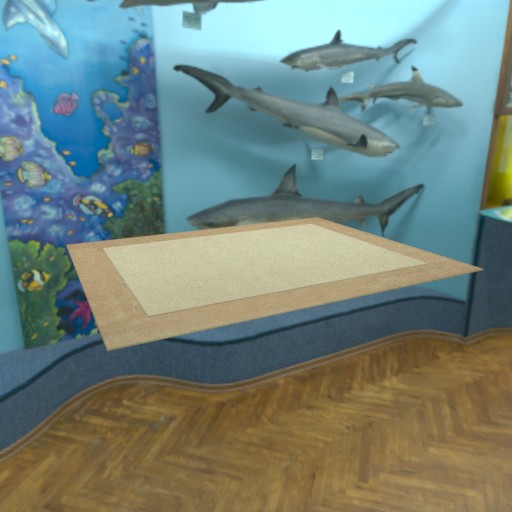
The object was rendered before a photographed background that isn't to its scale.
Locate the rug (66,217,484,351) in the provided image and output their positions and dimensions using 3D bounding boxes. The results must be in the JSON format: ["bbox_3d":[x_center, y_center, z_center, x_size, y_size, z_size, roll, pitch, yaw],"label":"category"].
[{"bbox_3d":[0.000,0.000,4.091,3.048,0.014,2.438,-8,18,-26],"label":"rug"}]
